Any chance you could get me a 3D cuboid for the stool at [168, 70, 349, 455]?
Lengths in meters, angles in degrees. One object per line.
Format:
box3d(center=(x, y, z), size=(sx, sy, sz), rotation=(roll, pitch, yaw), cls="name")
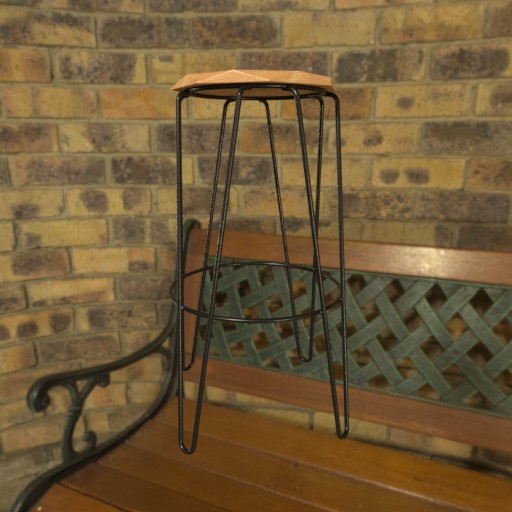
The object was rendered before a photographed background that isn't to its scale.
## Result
box3d(center=(0.000, 0.000, 0.821), size=(0.326, 0.610, 0.326), rotation=(-2, 15, -7), cls="stool")
